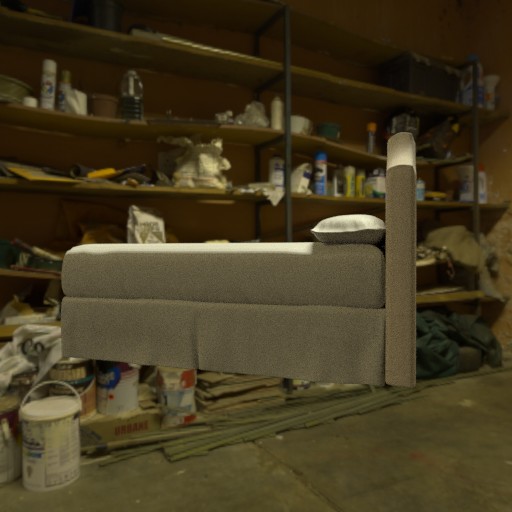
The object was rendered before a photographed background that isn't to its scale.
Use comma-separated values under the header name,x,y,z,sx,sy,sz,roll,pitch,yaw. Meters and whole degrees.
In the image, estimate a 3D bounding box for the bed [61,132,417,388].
name,x,y,z,sx,sy,sz,roll,pitch,yaw
bed,0.000,0.000,3.257,2.164,1.297,1.828,0,1,18
